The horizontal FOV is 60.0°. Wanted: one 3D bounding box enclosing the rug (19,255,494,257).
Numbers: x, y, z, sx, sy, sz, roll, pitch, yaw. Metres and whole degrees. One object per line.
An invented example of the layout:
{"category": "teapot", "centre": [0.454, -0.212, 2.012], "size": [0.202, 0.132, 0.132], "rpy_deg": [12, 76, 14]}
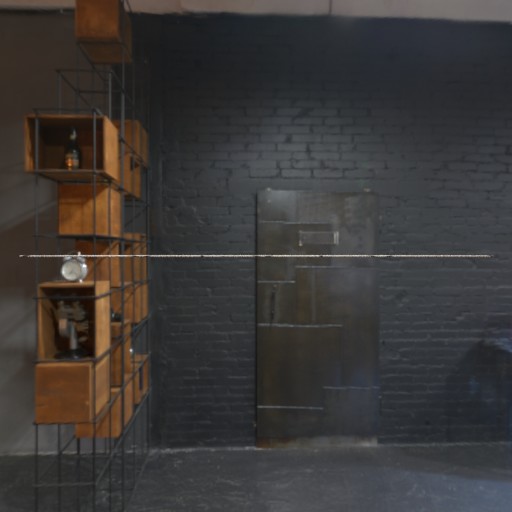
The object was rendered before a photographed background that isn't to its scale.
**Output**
{"category": "rug", "centre": [0.000, 0.000, 3.055], "size": [2.465, 0.008, 1.526], "rpy_deg": [0, 0, -1]}
